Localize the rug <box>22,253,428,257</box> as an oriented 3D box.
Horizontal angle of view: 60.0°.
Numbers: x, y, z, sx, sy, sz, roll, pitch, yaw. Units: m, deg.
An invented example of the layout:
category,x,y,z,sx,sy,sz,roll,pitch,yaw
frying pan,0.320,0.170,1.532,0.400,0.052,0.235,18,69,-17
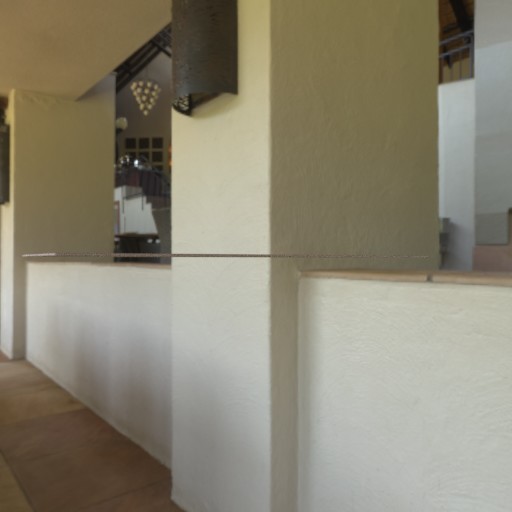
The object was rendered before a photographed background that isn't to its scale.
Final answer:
category,x,y,z,sx,sy,sz,roll,pitch,yaw
rug,0.000,0.000,2.691,2.430,0.012,0.767,0,-1,-36
